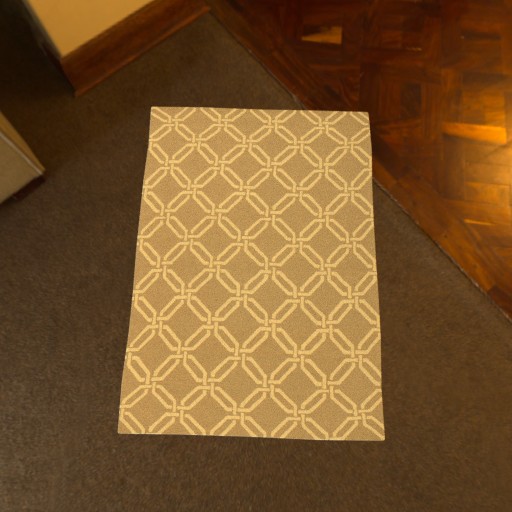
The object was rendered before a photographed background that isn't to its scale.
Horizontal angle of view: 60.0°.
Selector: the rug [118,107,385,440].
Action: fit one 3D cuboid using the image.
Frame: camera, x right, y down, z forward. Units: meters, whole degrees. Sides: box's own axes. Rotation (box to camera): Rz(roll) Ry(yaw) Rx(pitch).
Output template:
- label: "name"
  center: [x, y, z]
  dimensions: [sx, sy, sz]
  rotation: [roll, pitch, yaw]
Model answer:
- label: "rug"
  center: [0.000, 0.000, 2.792]
  dimensions: [1.524, 0.013, 2.135]
  rotation: [1, 74, 0]
